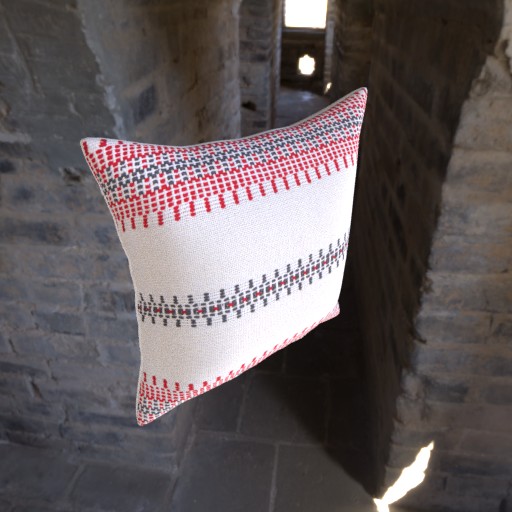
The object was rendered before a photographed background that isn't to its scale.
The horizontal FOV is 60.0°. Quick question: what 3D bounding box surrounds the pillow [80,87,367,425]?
[{"bbox_3d":[0.000,0.000,0.701,0.463,0.454,0.160,-22,37,-32],"label":"pillow"}]
